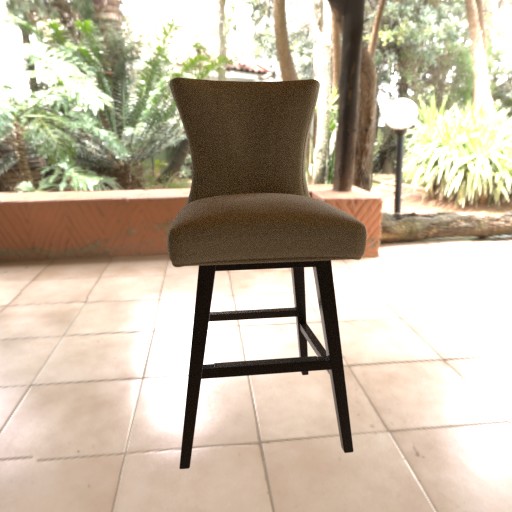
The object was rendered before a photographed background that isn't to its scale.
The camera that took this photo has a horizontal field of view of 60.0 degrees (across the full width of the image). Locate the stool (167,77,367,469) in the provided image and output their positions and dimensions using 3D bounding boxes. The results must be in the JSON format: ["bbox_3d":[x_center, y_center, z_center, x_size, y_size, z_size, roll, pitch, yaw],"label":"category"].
[{"bbox_3d":[0.000,0.000,1.402,0.514,1.086,0.574,-2,17,-7],"label":"stool"}]
